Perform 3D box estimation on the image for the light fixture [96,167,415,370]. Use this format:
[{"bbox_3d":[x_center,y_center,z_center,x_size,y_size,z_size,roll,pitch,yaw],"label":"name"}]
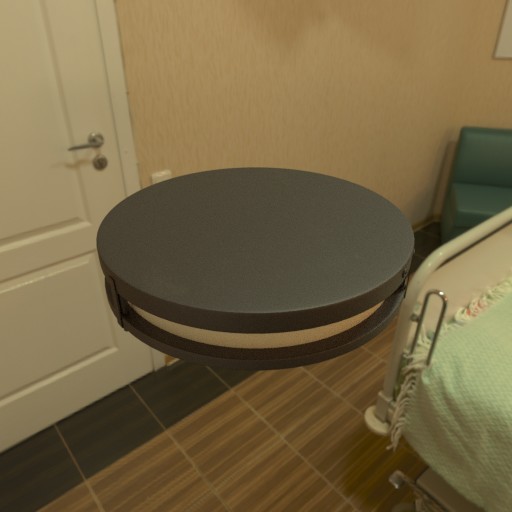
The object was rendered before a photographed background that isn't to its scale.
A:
[{"bbox_3d":[0.000,0.000,0.541,0.356,0.102,0.356,0,31,0],"label":"light fixture"}]
